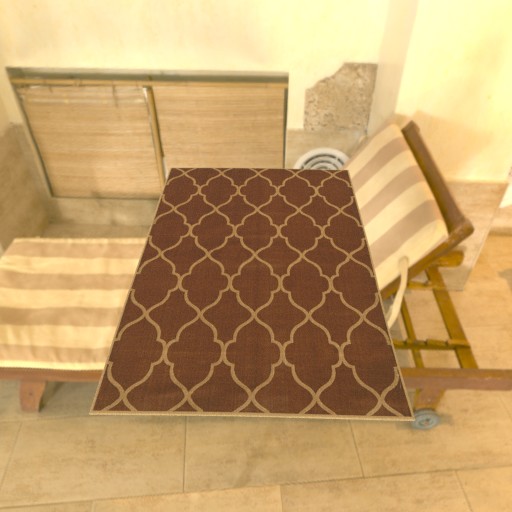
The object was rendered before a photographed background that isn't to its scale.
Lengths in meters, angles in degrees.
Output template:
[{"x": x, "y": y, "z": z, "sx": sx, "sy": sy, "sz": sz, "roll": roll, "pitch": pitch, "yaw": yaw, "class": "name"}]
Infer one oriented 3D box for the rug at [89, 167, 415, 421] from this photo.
[{"x": 0.000, "y": 0.000, "z": 2.919, "sx": 1.526, "sy": 0.014, "sz": 2.290, "roll": 1, "pitch": 41, "yaw": 1, "class": "rug"}]
